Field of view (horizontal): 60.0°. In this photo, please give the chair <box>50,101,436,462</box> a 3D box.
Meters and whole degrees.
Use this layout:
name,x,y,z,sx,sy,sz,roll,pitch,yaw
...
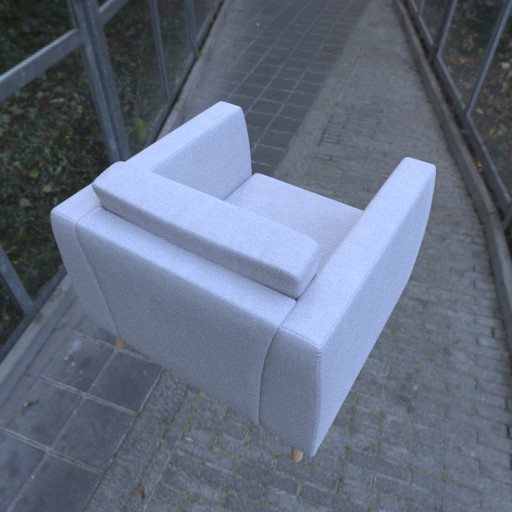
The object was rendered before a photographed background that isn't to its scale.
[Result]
name,x,y,z,sx,sy,sz,roll,pitch,yaw
chair,0.000,0.000,1.662,1.000,0.860,0.930,24,49,23
